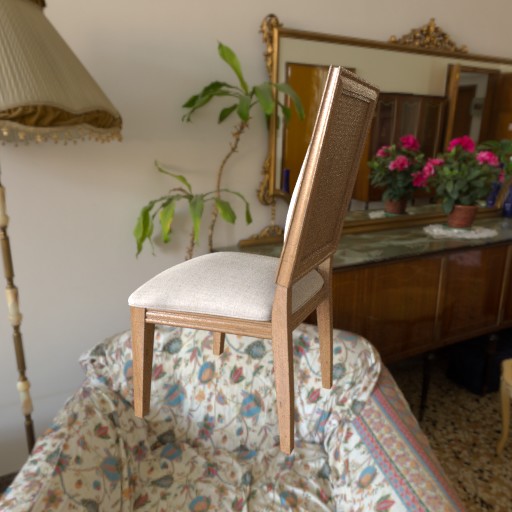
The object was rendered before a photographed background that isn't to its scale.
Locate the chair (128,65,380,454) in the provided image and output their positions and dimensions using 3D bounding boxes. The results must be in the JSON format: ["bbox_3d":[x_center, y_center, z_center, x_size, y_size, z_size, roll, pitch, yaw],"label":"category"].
[{"bbox_3d":[0.000,0.000,1.353,0.601,0.988,0.536,7,16,25],"label":"chair"}]
